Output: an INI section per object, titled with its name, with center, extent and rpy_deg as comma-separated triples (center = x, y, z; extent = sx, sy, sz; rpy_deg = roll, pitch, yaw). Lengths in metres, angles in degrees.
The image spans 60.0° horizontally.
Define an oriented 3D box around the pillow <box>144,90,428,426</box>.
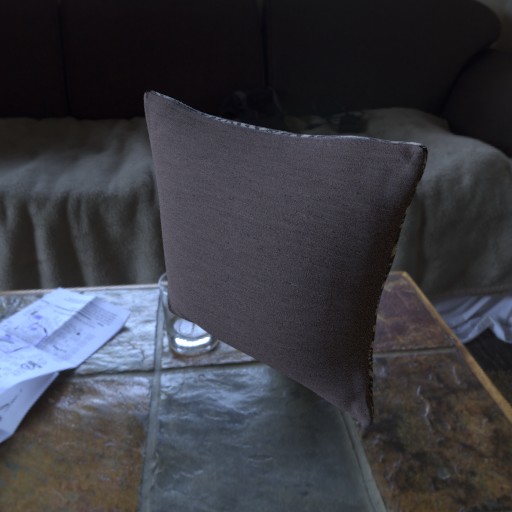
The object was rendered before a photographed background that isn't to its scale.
[pillow]
center = 0.000, 0.000, 0.654
extent = 0.436, 0.417, 0.148
rpy_deg = 23, 38, 32
